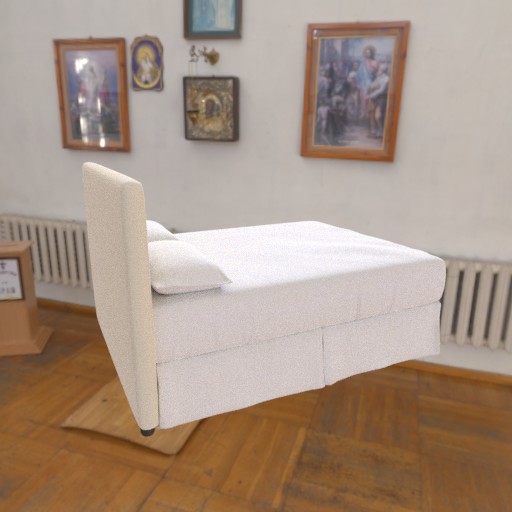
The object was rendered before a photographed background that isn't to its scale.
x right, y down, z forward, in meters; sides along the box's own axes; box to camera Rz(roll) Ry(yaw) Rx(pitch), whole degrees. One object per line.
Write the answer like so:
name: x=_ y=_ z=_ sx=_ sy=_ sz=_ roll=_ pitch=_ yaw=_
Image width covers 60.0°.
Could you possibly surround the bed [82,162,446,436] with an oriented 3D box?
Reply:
bed: x=0.000 y=0.000 z=3.238 sx=2.147 sy=1.330 sz=1.714 roll=-7 pitch=17 yaw=-25
